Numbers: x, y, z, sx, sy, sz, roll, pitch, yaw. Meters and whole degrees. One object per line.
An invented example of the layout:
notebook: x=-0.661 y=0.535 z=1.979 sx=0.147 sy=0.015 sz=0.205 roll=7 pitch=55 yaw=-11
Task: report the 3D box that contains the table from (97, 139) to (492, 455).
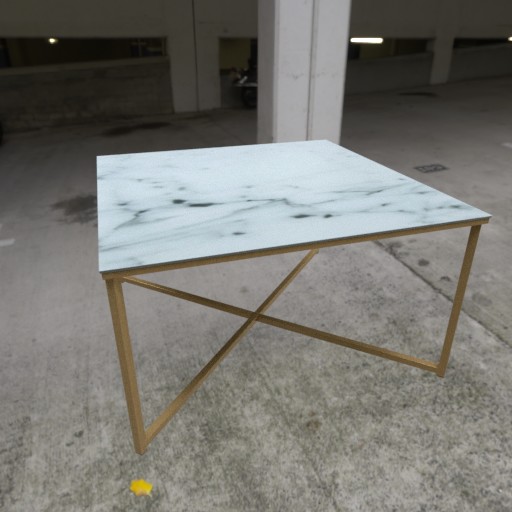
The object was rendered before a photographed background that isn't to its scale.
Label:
table: x=0.000 y=0.000 z=1.274 sx=0.800 sy=0.450 sz=0.800 roll=-8 pitch=28 yaw=-16
